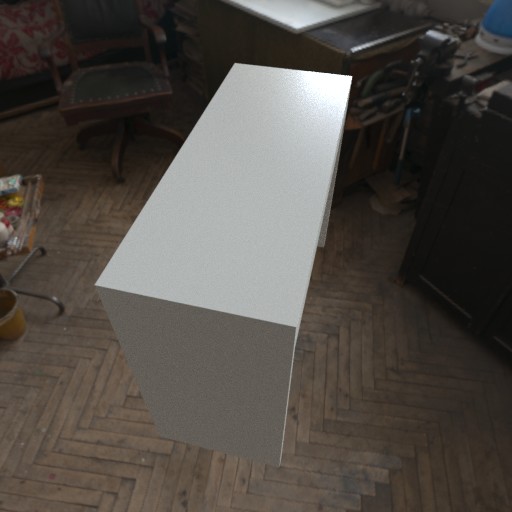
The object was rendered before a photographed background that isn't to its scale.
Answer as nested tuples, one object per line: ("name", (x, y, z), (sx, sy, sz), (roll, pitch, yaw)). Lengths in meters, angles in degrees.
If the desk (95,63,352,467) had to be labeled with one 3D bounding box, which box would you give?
("desk", (0.000, 0.000, 1.451), (0.400, 0.790, 1.000), (10, 49, 9))
